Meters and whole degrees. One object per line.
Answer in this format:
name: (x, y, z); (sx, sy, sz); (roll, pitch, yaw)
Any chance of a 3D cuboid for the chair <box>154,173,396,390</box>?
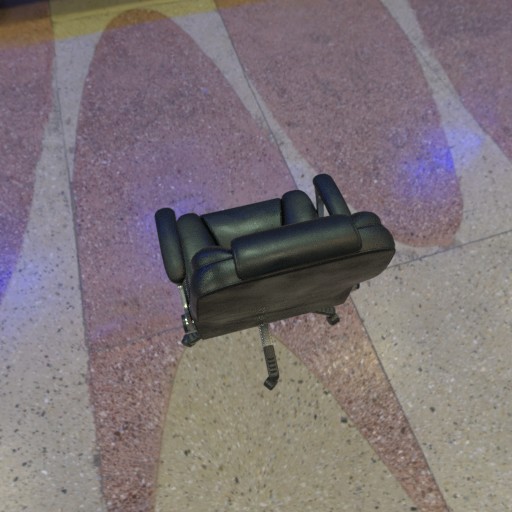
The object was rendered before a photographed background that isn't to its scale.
chair: (0.000, 0.000, 1.536); (0.697, 1.075, 0.689); (-13, 61, -7)
